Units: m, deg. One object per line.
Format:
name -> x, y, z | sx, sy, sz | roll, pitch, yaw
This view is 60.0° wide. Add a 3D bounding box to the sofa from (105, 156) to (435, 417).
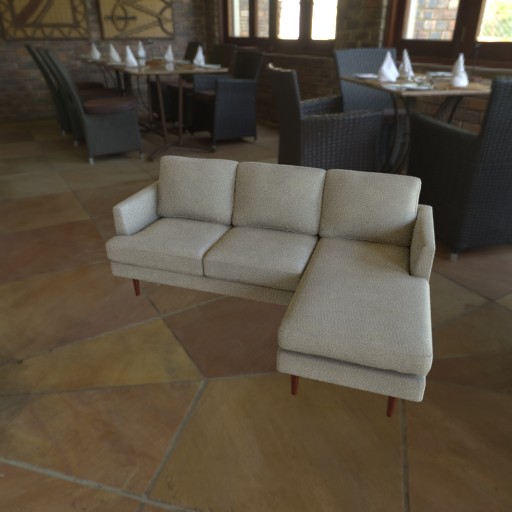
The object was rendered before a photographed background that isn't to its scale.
sofa -> 0.000, 0.000, 3.006 | 2.233, 0.956, 1.504 | 8, 28, 16
